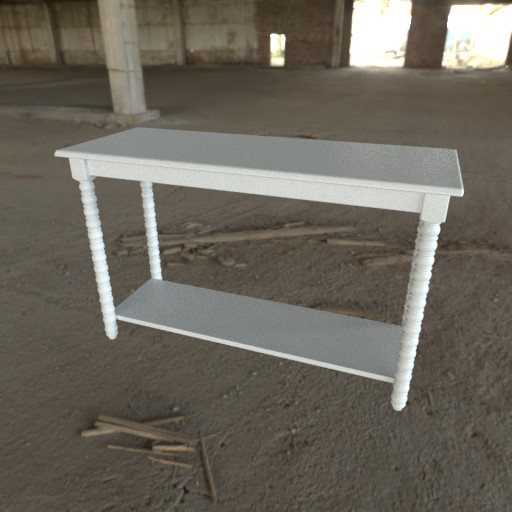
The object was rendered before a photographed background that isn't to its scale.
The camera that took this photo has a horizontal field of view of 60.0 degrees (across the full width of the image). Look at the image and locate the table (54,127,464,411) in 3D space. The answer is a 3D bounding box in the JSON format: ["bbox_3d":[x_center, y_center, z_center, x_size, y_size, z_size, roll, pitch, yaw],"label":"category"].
[{"bbox_3d":[0.000,0.000,1.549,1.184,0.740,0.459,9,27,18],"label":"table"}]
